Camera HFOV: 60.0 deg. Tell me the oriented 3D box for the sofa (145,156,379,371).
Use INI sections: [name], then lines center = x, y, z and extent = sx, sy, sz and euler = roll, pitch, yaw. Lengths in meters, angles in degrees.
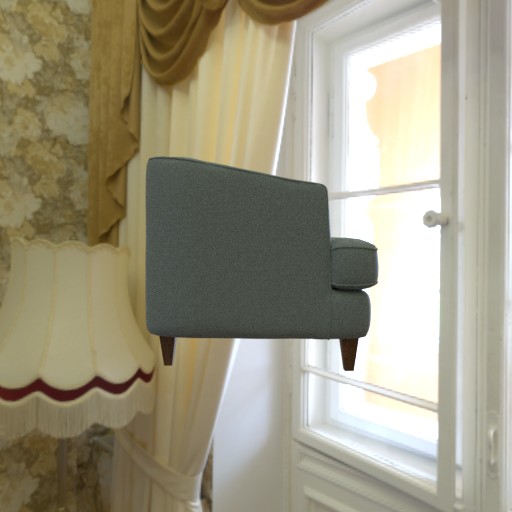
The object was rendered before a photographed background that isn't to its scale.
[sofa]
center = 0.000, 0.000, 2.745
extent = 0.941, 0.855, 2.278
euler = 0, 0, 0
